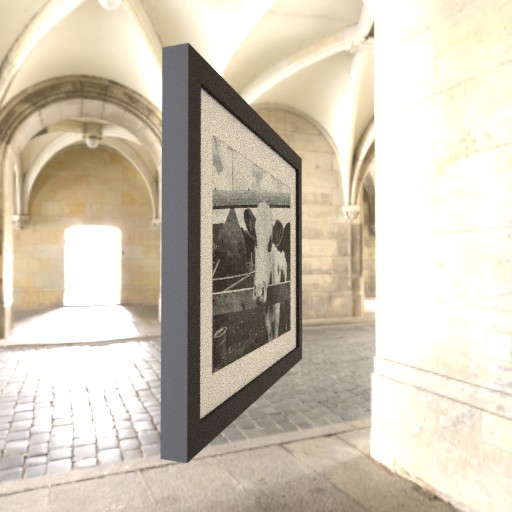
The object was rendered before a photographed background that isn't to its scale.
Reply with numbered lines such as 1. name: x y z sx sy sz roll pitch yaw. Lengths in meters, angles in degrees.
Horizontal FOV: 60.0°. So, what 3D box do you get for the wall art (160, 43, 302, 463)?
1. wall art: 0.000 0.000 0.541 0.024 0.329 0.404 0 -1 19
